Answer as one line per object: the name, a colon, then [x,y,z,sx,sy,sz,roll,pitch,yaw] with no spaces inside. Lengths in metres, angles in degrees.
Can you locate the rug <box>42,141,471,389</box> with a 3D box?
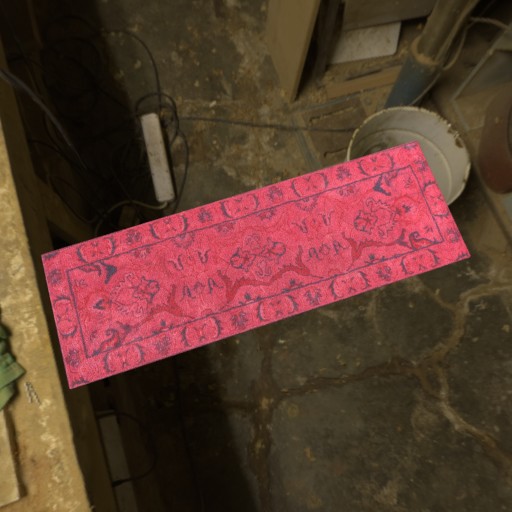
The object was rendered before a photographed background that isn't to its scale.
rug: [0.000,0.000,2.652,2.439,0.018,0.813,-18,76,-4]
